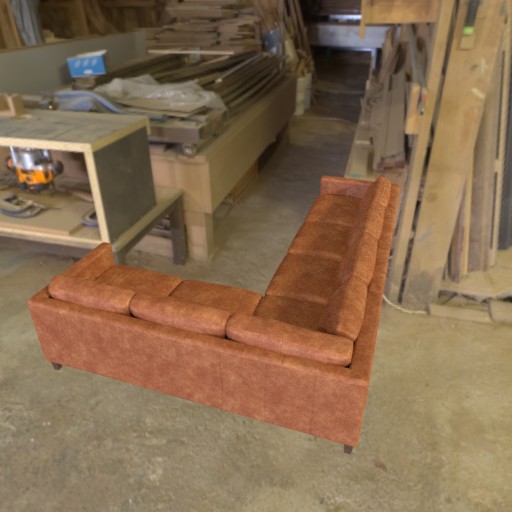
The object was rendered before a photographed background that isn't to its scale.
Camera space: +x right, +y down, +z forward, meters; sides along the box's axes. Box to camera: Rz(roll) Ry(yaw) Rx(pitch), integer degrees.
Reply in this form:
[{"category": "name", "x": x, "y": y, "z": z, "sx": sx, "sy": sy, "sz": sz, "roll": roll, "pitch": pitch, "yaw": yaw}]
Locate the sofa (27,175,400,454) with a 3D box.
[{"category": "sofa", "x": 0.000, "y": 0.000, "z": 4.255, "sx": 2.438, "sy": 0.838, "sz": 3.167, "roll": 10, "pitch": 33, "yaw": 16}]
